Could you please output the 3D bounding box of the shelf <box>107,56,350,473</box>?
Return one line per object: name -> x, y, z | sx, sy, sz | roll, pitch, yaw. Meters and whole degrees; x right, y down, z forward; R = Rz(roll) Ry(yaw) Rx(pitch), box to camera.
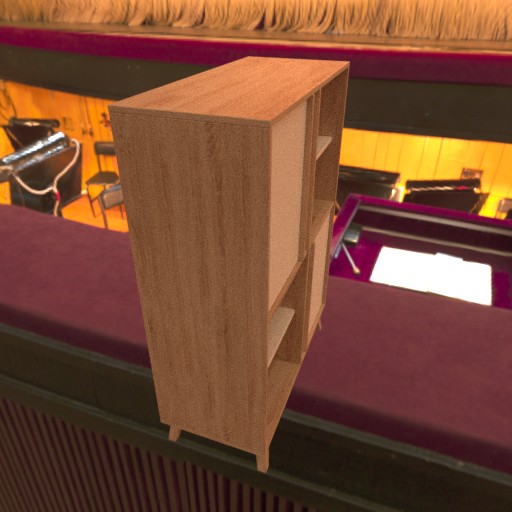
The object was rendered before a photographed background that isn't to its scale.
shelf -> 0.000, 0.000, 1.844 | 0.450, 1.390, 1.000 | 11, 33, 18
